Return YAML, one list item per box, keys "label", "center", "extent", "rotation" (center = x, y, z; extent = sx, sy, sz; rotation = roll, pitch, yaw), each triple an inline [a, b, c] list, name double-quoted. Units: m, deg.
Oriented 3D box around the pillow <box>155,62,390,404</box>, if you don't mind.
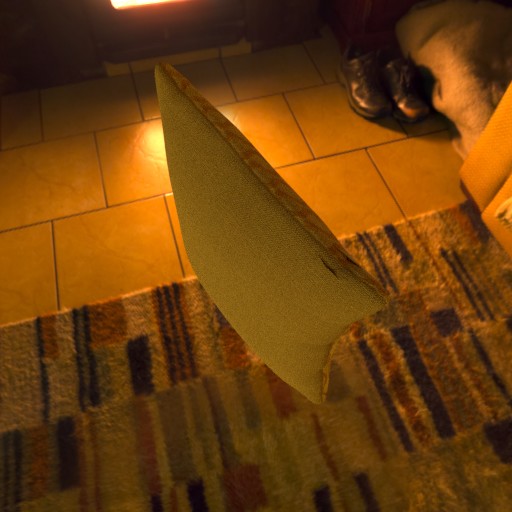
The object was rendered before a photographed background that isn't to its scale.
- label: "pillow"
  center: [0.000, 0.000, 0.680]
  extent: [0.159, 0.436, 0.429]
  rotation: [-33, 64, -18]
